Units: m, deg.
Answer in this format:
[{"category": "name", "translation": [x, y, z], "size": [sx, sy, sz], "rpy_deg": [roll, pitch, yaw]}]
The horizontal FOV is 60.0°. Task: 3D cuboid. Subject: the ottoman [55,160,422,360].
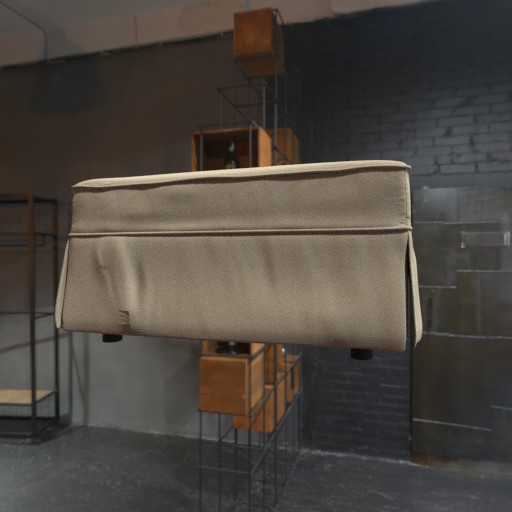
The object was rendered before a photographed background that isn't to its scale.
[{"category": "ottoman", "translation": [0.000, 0.000, 1.388], "size": [0.959, 0.482, 0.721], "rpy_deg": [0, 0, 18]}]
